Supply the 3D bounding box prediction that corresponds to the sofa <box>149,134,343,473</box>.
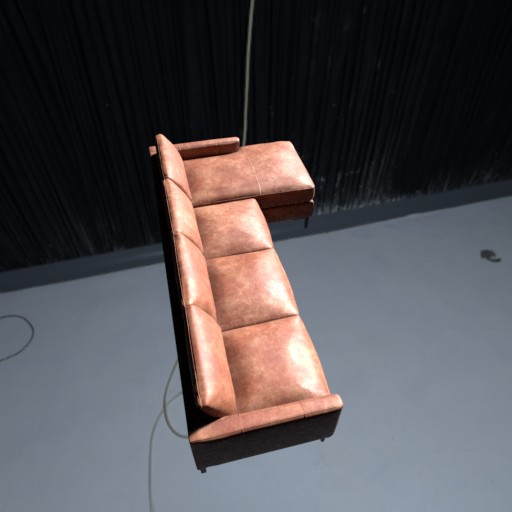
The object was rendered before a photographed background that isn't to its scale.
[{"bbox_3d":[0.000,0.000,3.660,1.471,0.859,2.993,-10,47,-9],"label":"sofa"}]
